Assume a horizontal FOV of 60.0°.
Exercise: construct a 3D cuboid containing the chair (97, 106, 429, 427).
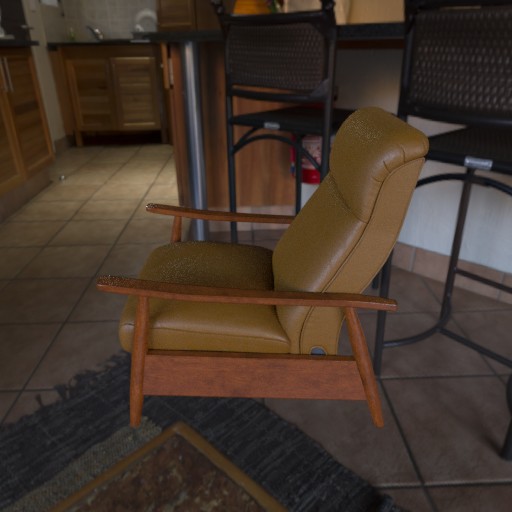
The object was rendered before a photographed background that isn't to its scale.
[{"bbox_3d":[0.000,0.000,1.770,1.014,1.082,0.762,0,26,0],"label":"chair"}]
